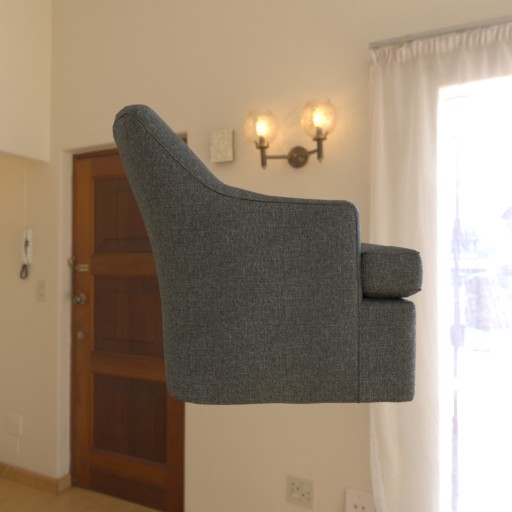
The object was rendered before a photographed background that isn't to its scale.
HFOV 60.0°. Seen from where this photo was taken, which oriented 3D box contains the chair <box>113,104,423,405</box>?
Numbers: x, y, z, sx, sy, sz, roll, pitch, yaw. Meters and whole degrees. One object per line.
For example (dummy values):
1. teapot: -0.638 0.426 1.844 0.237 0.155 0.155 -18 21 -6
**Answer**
1. chair: 0.000 0.000 1.570 0.923 0.856 0.864 0 -1 0
